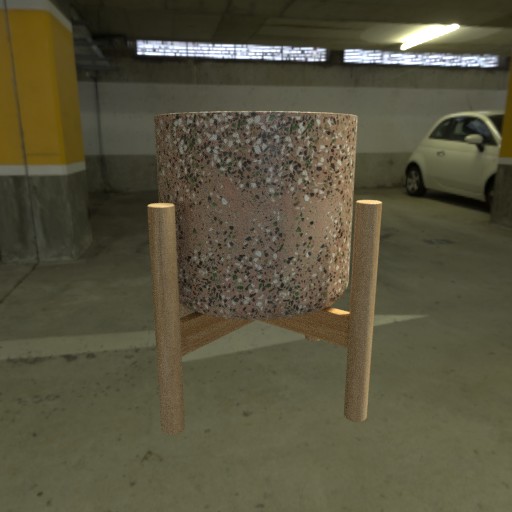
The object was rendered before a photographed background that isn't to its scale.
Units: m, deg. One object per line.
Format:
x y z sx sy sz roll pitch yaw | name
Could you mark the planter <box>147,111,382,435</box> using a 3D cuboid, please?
0.000 0.000 0.536 0.284 0.320 0.284 -8 17 -28 | planter
